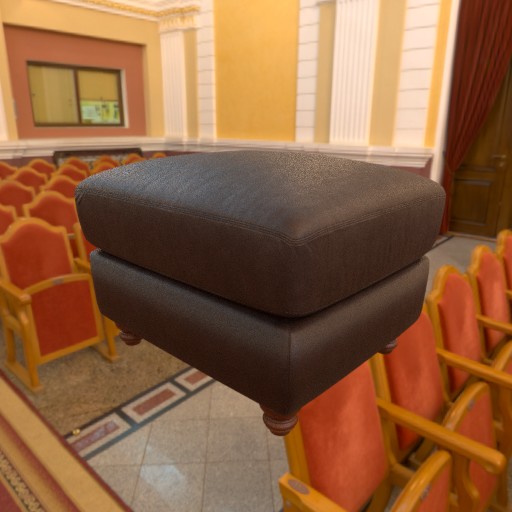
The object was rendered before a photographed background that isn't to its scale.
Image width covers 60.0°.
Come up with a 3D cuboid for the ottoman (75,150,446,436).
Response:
[{"bbox_3d":[0.000,0.000,1.251,0.806,0.569,0.670,15,23,41],"label":"ottoman"}]
